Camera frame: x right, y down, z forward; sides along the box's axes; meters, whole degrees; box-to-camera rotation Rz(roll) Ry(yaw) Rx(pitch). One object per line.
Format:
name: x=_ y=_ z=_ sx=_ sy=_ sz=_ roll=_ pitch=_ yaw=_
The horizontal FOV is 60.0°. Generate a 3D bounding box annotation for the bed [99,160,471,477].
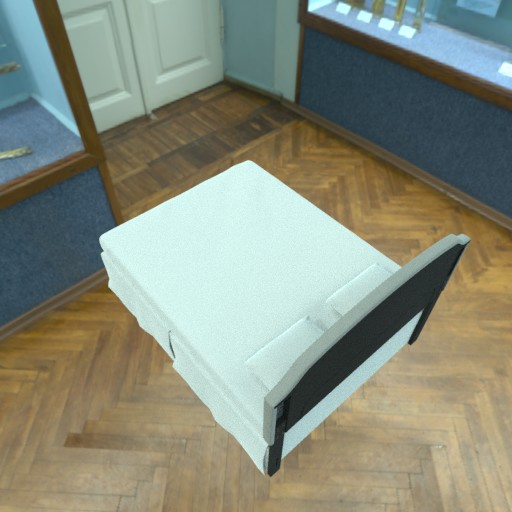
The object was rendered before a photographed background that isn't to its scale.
bed: x=0.000 y=0.000 z=3.023 sx=1.558 sy=1.270 sz=1.999 roll=-33 pitch=56 yaw=-26
